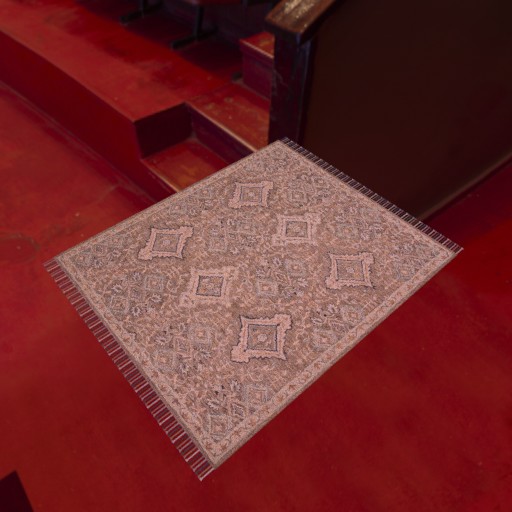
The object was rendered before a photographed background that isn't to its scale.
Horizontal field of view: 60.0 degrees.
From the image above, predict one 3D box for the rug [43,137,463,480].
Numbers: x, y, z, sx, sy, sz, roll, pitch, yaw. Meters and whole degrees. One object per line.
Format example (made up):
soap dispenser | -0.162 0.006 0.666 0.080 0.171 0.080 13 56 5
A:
rug | 0.000 0.000 4.103 3.056 0.010 2.437 -33 57 -26
